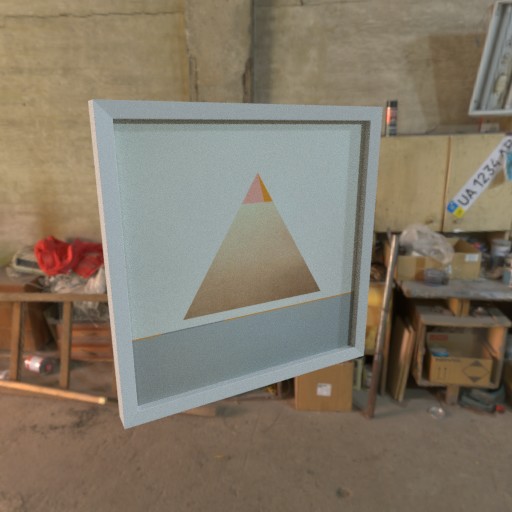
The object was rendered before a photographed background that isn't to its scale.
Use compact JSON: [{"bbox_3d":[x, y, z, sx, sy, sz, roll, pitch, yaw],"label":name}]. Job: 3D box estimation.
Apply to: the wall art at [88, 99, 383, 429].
[{"bbox_3d":[0.000,0.000,1.992,1.289,1.291,0.098,-9,18,-27],"label":"wall art"}]
